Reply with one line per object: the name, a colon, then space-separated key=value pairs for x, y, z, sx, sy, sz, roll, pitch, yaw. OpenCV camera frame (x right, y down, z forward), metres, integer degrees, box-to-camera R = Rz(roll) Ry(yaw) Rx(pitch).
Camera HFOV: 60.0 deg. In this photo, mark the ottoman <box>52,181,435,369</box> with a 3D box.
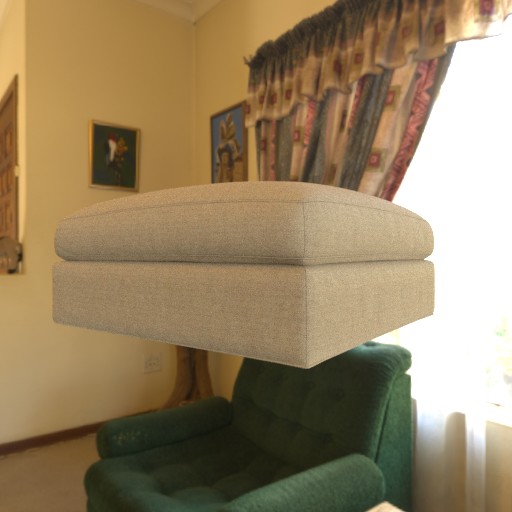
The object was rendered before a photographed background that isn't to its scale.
ottoman: x=0.000 y=0.000 z=1.648 sx=1.041 sy=0.470 sz=1.041 roll=0 pitch=1 yaw=36
